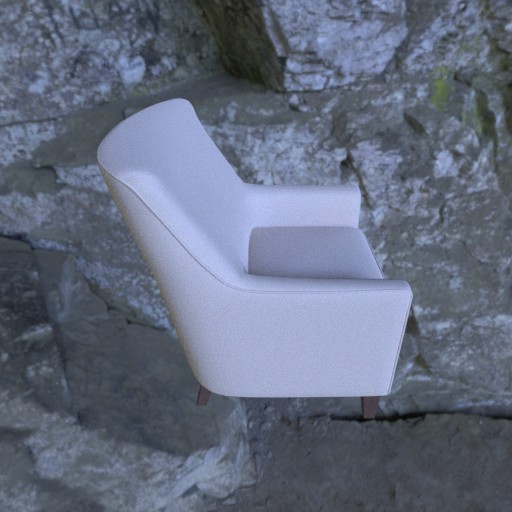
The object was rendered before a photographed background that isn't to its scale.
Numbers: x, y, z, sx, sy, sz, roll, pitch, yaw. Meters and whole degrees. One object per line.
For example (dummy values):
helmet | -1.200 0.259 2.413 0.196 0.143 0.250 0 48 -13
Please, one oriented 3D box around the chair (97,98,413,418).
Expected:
chair | 0.000 0.000 1.556 0.879 0.916 0.756 0 32 -1
